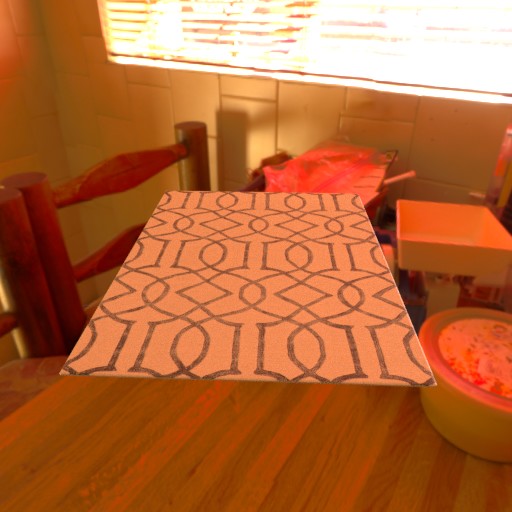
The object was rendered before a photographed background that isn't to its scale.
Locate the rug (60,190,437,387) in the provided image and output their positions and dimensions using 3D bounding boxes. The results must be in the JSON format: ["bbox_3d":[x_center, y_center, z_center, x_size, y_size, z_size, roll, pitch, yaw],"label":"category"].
[{"bbox_3d":[0.000,0.000,3.837,2.211,0.021,2.910,1,30,2],"label":"rug"}]
